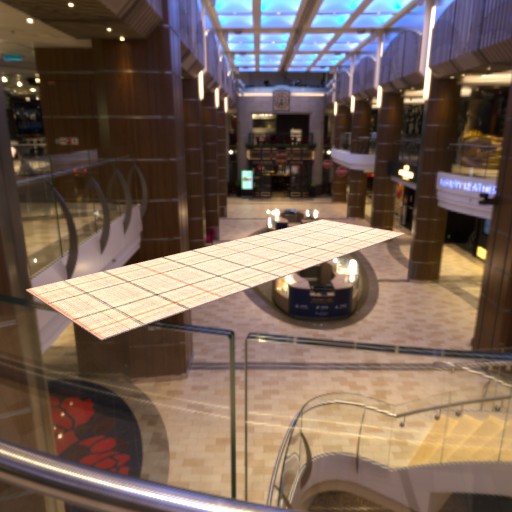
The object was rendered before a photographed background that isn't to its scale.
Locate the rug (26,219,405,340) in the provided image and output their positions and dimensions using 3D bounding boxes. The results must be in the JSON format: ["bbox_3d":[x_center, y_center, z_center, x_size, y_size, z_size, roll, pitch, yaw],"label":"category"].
[{"bbox_3d":[0.000,0.000,2.749,0.762,0.008,2.439,15,22,42],"label":"rug"}]
